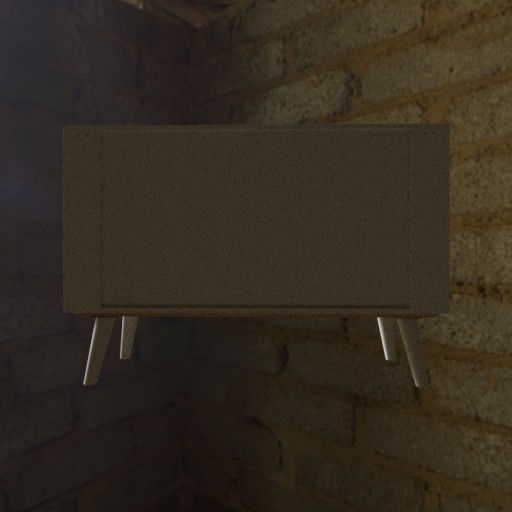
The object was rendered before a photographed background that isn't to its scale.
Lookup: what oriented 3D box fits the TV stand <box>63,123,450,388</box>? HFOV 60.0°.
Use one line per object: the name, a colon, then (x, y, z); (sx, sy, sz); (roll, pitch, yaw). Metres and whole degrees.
TV stand: (0.000, 0.000, 1.571); (1.193, 0.812, 0.406); (0, 0, 1)
